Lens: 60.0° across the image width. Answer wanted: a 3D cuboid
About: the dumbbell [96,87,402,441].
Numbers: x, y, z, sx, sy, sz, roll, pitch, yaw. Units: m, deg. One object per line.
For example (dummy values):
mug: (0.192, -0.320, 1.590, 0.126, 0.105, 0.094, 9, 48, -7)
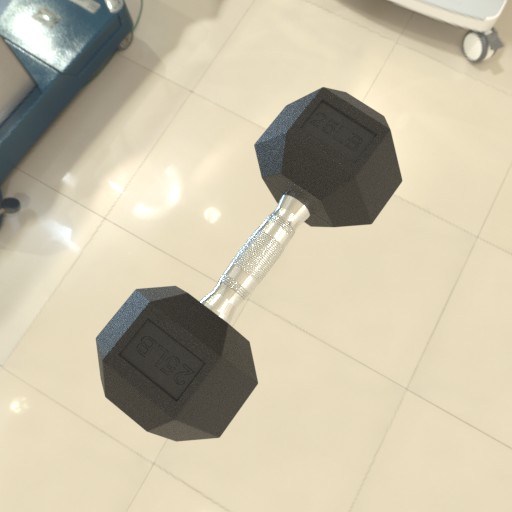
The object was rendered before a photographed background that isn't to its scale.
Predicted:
dumbbell: (0.000, 0.000, 0.384, 0.129, 0.113, 0.315, 36, 78, 8)
